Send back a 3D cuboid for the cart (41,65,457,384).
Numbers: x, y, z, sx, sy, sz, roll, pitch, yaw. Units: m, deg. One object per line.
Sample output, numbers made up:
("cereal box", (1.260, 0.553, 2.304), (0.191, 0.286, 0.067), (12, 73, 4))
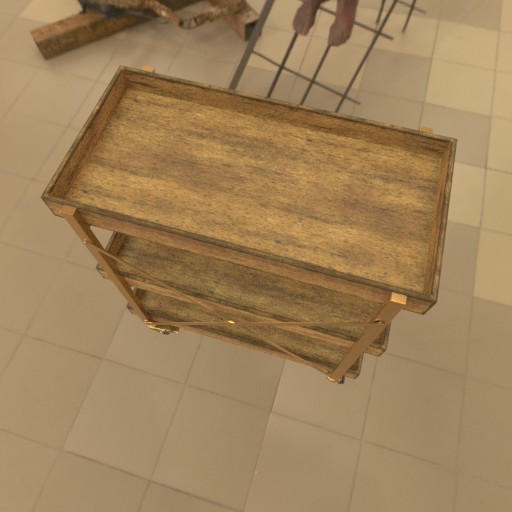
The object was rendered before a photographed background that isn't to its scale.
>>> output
("cart", (0.000, 0.000, 1.234), (0.750, 0.799, 0.416), (15, 65, 7))
